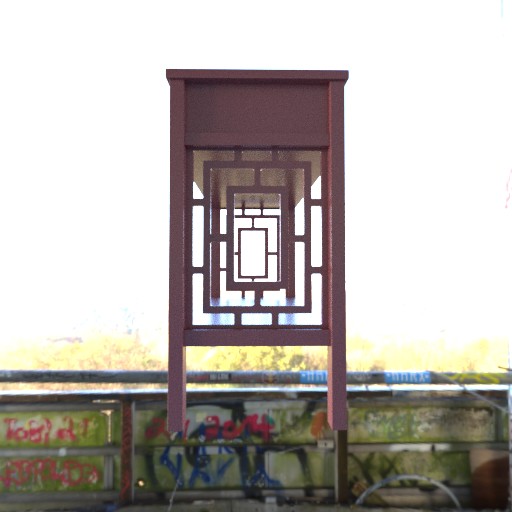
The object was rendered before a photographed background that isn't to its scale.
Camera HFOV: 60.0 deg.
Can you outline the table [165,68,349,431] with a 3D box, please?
[{"bbox_3d":[0.000,0.000,1.451,0.397,0.753,1.068,0,-2,-1],"label":"table"}]
